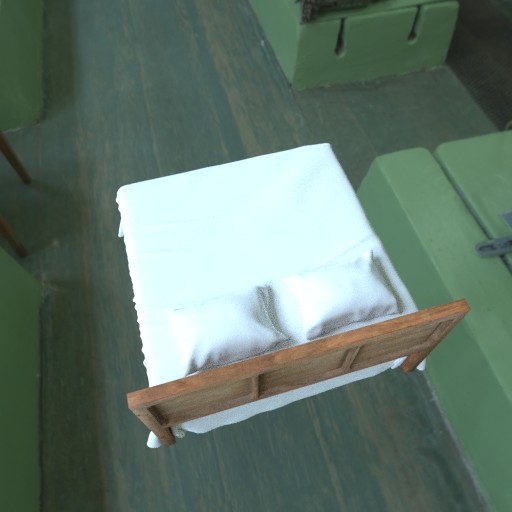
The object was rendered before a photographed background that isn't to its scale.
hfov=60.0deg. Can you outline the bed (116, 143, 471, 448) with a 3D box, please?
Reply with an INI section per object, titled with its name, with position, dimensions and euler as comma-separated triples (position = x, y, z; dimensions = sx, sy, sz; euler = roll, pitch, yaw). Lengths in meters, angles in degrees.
[bed]
position = 0.000, 0.000, 3.487
dimensions = 2.255, 1.158, 2.165
euler = -14, 59, -9
